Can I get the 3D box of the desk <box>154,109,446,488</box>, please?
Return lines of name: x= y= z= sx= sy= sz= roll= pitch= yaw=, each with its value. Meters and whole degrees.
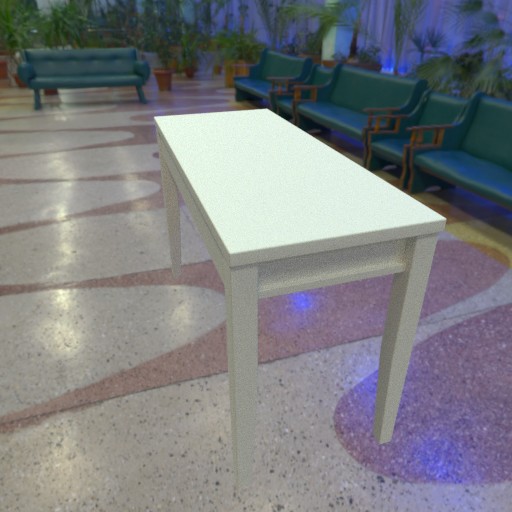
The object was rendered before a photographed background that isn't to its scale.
desk: x=0.000 y=0.000 z=1.624 sx=0.508 sy=0.775 sz=1.220 roll=-9 pitch=31 yaw=-16
